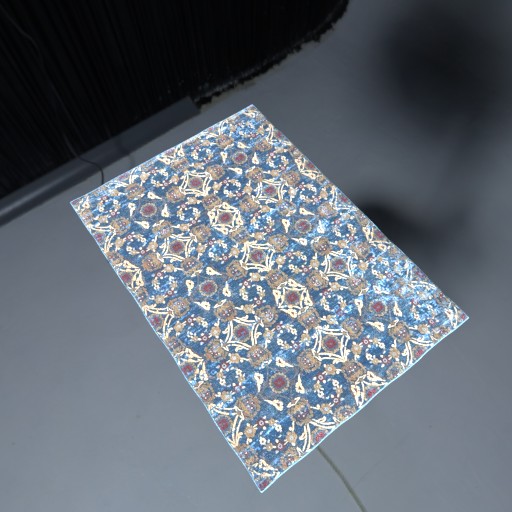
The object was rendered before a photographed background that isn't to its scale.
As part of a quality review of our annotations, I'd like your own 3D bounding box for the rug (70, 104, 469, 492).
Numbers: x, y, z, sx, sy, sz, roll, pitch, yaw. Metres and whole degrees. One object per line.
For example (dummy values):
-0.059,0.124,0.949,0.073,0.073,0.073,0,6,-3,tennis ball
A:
0.000,0.000,2.869,1.567,0.014,2.207,-33,67,-16,rug
